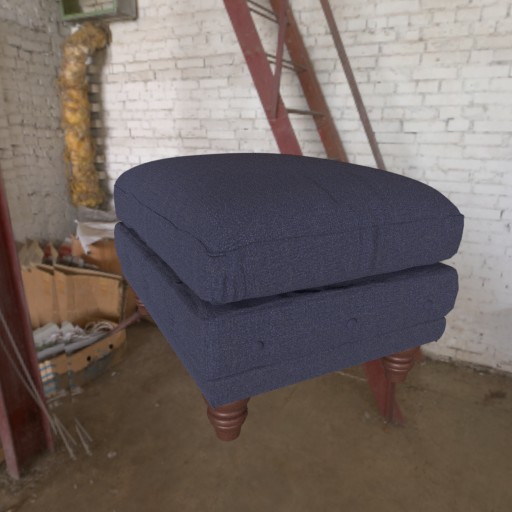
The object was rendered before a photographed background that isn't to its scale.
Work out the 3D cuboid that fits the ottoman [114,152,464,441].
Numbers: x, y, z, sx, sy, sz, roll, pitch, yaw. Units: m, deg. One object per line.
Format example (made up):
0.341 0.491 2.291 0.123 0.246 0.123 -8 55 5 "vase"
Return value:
0.000 0.000 1.104 0.558 0.486 0.767 -9 19 -26 "ottoman"
